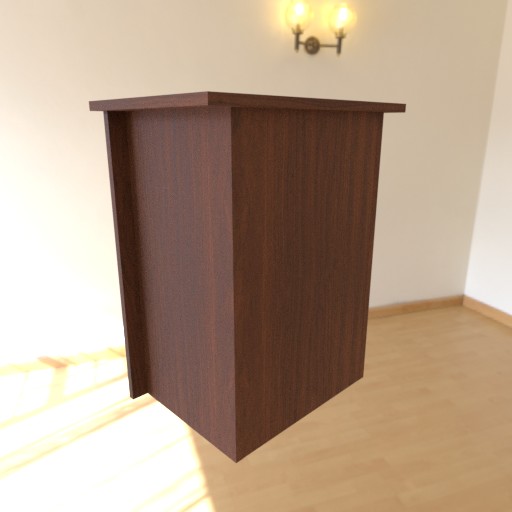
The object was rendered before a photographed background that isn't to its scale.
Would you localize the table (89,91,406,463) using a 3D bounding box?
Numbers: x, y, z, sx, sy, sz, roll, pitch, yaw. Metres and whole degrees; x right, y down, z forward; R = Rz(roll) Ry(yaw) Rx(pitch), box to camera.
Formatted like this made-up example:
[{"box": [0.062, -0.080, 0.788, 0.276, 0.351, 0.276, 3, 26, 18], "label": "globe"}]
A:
[{"box": [0.000, 0.000, 1.087, 0.589, 0.711, 0.406, -15, 22, -42], "label": "table"}]
